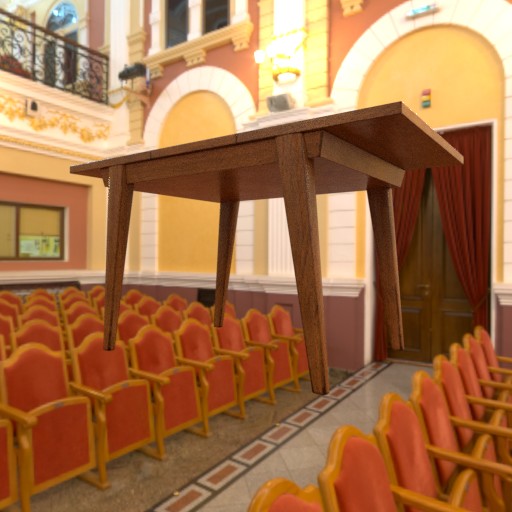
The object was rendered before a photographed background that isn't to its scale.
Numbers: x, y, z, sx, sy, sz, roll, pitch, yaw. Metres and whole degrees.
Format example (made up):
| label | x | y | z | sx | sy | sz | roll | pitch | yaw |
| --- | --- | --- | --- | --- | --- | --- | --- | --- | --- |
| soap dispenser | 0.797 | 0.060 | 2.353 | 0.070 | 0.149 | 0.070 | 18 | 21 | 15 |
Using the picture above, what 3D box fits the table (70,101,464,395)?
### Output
| label | x | y | z | sx | sy | sz | roll | pitch | yaw |
| --- | --- | --- | --- | --- | --- | --- | --- | --- | --- |
| table | 0.000 | 0.000 | 1.787 | 1.400 | 0.760 | 0.757 | 0 | 0 | 35 |
